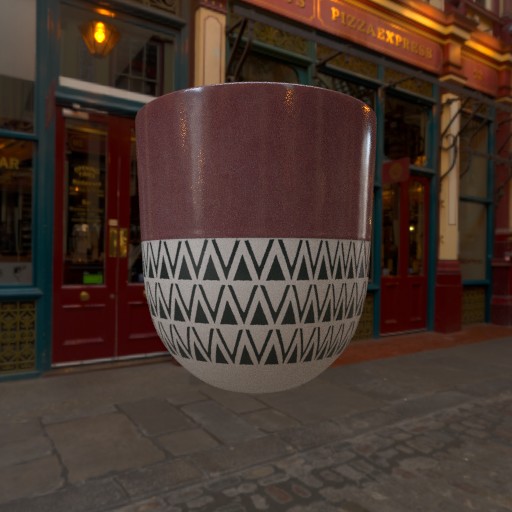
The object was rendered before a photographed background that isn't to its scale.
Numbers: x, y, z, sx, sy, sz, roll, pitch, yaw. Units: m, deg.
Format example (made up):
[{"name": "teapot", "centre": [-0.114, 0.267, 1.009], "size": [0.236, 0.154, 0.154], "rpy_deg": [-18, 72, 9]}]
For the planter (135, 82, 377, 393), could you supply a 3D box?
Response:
[{"name": "planter", "centre": [0.000, 0.000, 0.370], "size": [0.195, 0.214, 0.195], "rpy_deg": [0, 0, 0]}]
